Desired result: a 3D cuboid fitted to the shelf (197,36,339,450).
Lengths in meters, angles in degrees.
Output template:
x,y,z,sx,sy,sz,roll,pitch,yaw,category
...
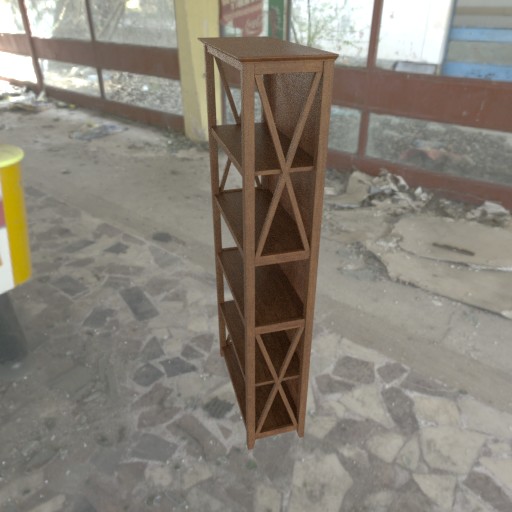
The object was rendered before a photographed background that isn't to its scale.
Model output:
x,y,z,sx,sy,sz,roll,pitch,yaw,category
0.000,0.000,2.205,0.335,1.905,0.805,-8,31,-13,shelf
